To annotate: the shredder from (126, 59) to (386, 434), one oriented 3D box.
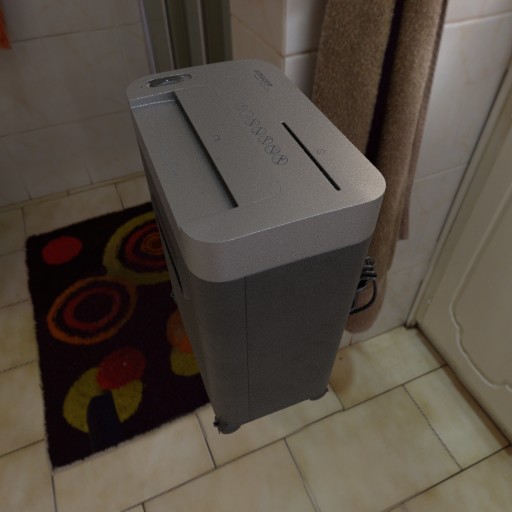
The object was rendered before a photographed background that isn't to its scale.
[{"bbox_3d":[0.000,0.000,0.622,0.237,0.419,0.311,-16,49,-15],"label":"shredder"}]
